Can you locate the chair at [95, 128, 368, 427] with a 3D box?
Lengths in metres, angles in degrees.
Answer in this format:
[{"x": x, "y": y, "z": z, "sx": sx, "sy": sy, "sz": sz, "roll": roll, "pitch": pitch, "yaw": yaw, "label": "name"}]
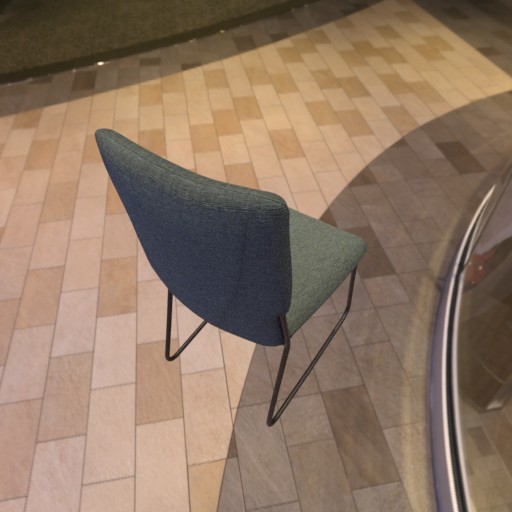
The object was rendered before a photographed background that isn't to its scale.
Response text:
[{"x": 0.000, "y": 0.000, "z": 1.277, "sx": 0.480, "sy": 0.931, "sz": 0.635, "roll": 26, "pitch": 51, "yaw": 23, "label": "chair"}]
